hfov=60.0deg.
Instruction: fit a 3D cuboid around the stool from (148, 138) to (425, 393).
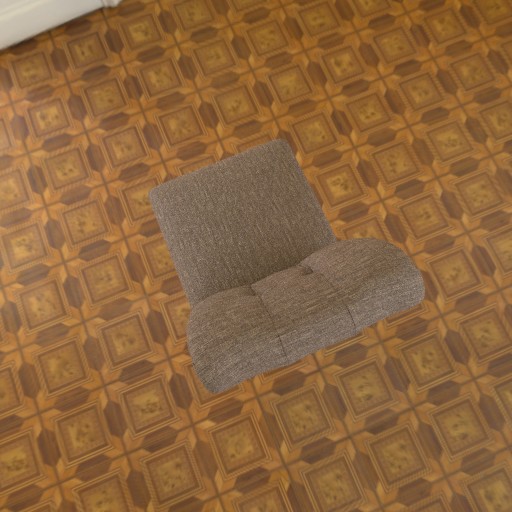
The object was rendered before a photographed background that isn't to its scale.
[{"bbox_3d":[0.000,0.000,1.301,0.457,0.970,0.611,-23,78,-5],"label":"stool"}]
